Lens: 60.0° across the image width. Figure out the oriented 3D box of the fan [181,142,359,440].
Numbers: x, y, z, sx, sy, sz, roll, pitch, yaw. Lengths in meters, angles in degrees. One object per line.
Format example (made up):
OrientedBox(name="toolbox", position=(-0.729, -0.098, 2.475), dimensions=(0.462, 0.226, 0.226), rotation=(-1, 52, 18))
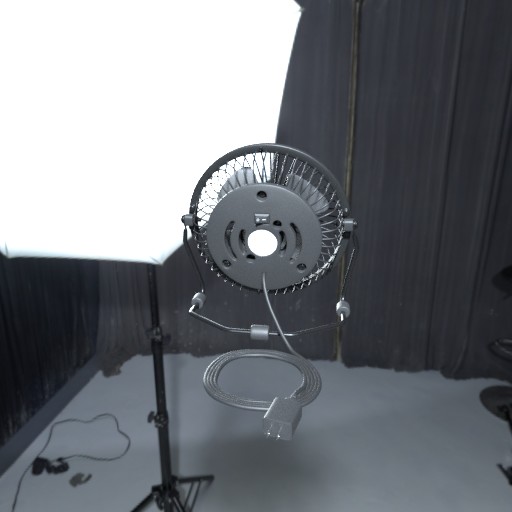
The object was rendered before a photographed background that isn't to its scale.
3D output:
OrientedBox(name="fan", position=(0.000, 0.000, 0.314), dimensions=(0.153, 0.152, 0.202), rotation=(2, 16, 9))
